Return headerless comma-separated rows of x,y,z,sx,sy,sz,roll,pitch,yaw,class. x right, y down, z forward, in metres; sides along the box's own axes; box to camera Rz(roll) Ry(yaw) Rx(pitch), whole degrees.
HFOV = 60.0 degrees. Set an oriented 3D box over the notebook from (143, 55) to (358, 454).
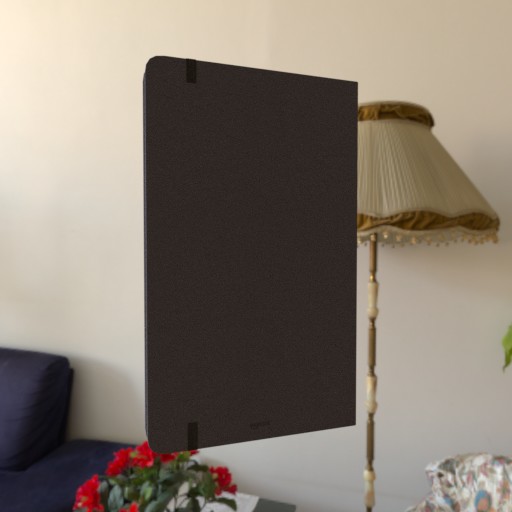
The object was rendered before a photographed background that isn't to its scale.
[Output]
0.000,0.000,0.260,0.127,0.213,0.016,-1,2,-19,notebook
